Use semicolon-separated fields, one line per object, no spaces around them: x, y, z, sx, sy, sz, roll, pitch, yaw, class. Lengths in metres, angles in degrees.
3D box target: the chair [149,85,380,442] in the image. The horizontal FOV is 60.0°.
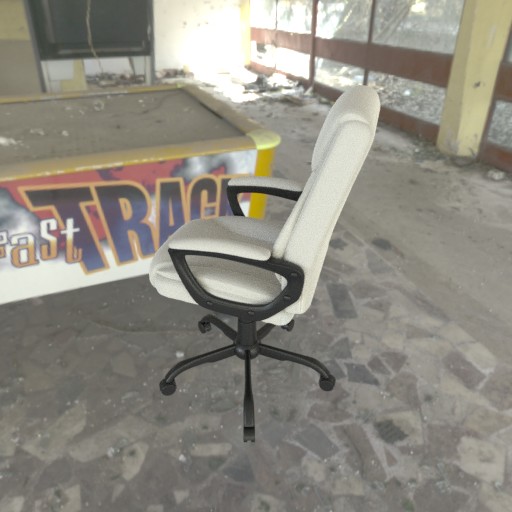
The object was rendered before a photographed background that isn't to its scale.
0.000;0.000;1.483;0.669;1.065;0.663;8;31;14;chair
